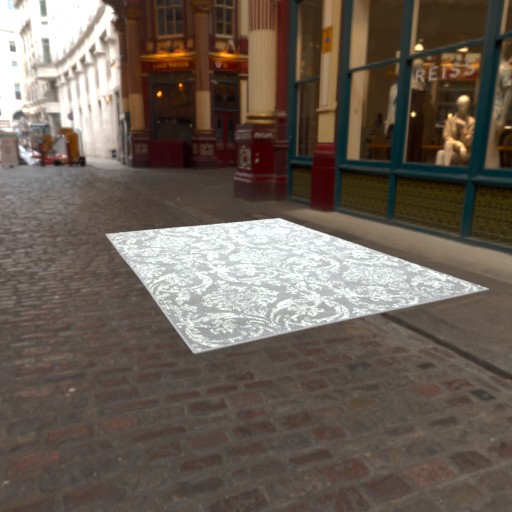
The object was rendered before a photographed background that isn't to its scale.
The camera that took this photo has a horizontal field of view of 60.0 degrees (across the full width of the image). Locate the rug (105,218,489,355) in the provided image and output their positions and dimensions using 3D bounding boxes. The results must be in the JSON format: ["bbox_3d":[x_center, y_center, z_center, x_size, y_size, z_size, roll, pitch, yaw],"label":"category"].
[{"bbox_3d":[0.000,0.000,2.885,1.578,0.014,2.206,-7,17,-25],"label":"rug"}]
